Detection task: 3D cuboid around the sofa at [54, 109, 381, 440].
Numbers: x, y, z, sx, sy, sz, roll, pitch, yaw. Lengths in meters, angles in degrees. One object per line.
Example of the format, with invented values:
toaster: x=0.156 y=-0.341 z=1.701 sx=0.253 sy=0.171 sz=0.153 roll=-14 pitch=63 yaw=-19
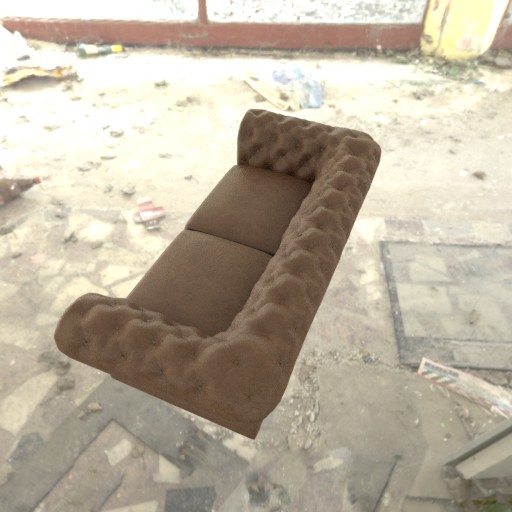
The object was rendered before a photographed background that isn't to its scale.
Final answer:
sofa: x=0.000 y=0.000 z=2.512 sx=0.955 sy=0.784 sz=2.048 roll=17 pitch=48 yaw=16
